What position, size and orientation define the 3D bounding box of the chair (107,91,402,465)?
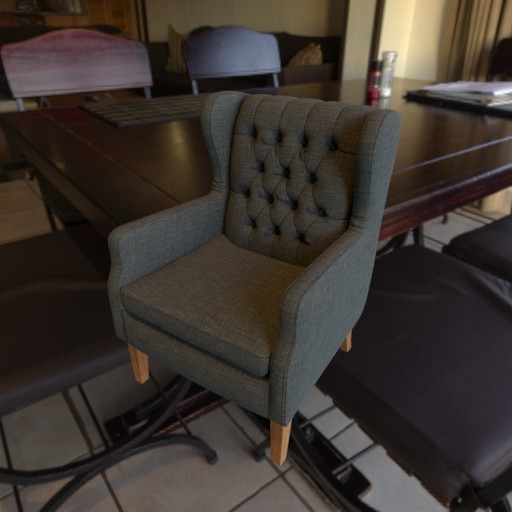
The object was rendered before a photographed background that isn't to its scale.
[{"bbox_3d":[0.000,0.000,1.509,0.711,0.953,0.775,18,34,29],"label":"chair"}]
